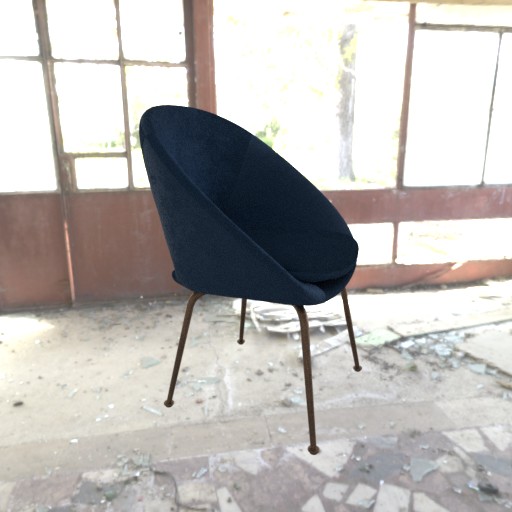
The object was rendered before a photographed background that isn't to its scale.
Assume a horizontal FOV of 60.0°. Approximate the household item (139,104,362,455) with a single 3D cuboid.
[{"bbox_3d":[0.000,0.000,1.300,0.573,0.852,0.623,8,17,25],"label":"household item"}]
